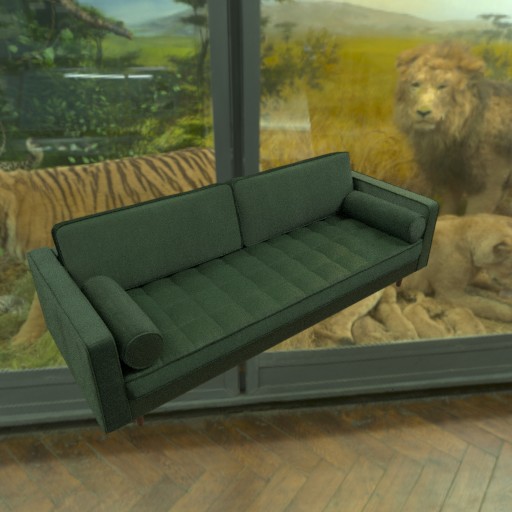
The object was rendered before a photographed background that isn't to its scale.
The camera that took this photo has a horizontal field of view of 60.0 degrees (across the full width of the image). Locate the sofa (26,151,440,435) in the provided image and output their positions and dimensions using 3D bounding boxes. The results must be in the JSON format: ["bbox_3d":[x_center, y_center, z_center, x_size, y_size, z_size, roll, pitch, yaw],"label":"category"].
[{"bbox_3d":[0.000,0.000,2.537,2.199,0.769,0.918,-21,36,-31],"label":"sofa"}]
